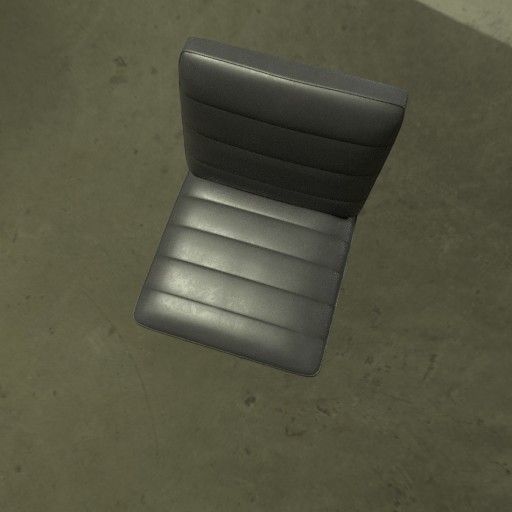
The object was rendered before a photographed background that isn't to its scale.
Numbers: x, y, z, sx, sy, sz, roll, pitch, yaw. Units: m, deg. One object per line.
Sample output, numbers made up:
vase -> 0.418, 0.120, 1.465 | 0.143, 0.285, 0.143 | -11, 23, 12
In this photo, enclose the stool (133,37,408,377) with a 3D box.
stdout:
stool -> 0.000, 0.000, 1.216 | 0.457, 0.938, 0.552 | 16, 75, 4
